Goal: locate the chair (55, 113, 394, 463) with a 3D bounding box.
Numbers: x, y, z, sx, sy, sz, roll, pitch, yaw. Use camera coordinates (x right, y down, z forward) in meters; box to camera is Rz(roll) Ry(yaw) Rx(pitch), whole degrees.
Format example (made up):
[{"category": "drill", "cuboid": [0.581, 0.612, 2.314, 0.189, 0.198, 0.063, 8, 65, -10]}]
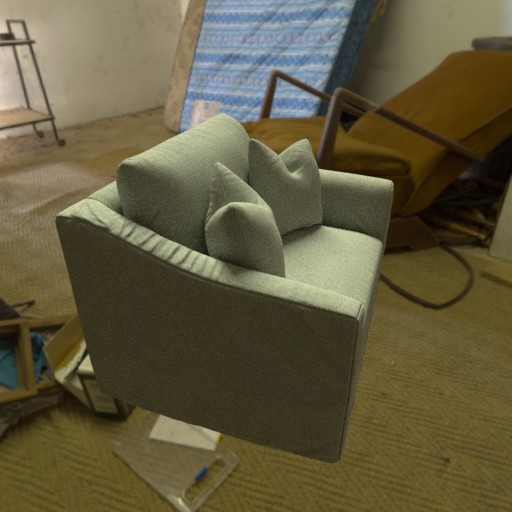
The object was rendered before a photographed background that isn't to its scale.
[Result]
[{"category": "chair", "cuboid": [0.000, 0.000, 1.998, 1.071, 1.059, 1.194, 10, 32, 17]}]
